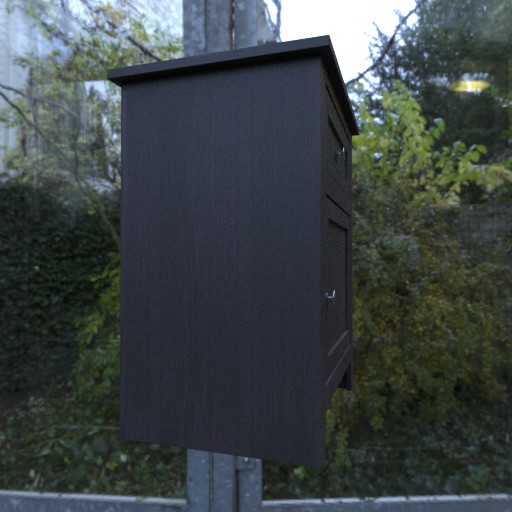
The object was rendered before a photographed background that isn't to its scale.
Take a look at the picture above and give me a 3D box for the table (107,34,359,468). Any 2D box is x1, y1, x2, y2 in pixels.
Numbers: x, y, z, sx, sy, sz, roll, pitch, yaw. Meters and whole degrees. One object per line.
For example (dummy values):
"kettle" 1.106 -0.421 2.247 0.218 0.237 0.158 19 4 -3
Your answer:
"table" 0.000 0.000 0.924 0.381 0.635 0.480 0 -1 18
